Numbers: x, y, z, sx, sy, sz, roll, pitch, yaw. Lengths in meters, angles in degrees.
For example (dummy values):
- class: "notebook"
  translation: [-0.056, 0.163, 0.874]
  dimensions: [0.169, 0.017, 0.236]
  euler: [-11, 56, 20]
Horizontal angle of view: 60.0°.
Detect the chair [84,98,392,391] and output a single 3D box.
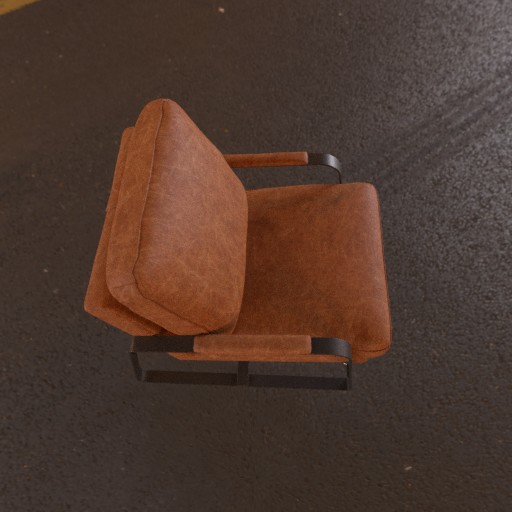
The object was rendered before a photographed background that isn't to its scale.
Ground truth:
- class: "chair"
  translation: [0.000, 0.000, 1.363]
  dimensions: [0.801, 0.777, 0.651]
  euler: [2, 63, 1]
